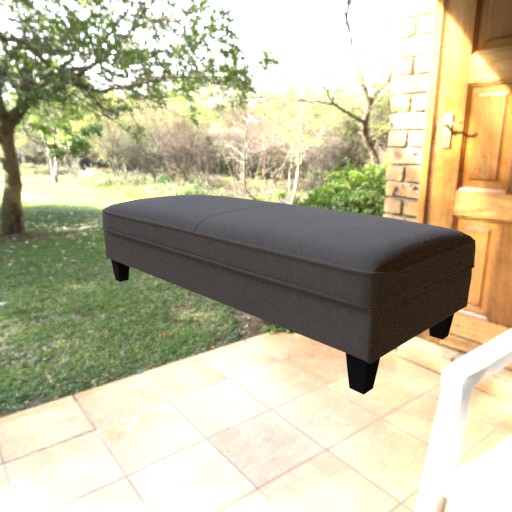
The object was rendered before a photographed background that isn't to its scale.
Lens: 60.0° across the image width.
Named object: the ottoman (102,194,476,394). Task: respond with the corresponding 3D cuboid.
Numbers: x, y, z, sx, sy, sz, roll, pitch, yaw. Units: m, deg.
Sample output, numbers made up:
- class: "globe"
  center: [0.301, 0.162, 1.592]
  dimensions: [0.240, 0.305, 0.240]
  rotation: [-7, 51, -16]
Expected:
- class: "ottoman"
  center: [0.000, 0.000, 2.065]
  dimensions: [0.735, 0.460, 1.726]
  rotation: [-13, 19, -42]
